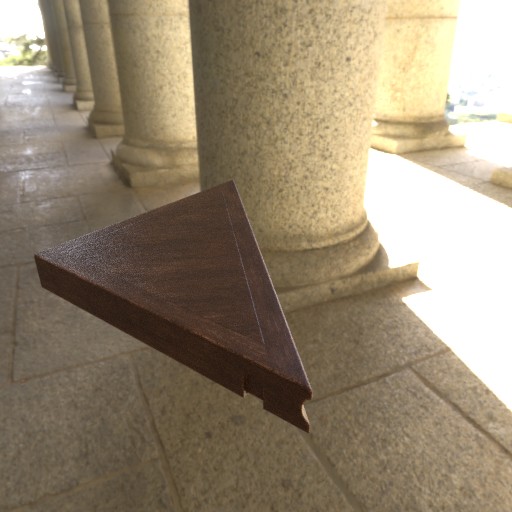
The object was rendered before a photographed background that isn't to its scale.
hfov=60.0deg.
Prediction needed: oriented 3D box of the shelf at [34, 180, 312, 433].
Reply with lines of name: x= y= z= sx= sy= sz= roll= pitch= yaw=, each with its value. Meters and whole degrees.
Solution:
shelf: x=0.000 y=0.000 z=0.445 sx=0.296 sy=0.035 sz=0.296 roll=18 pitch=32 yaw=32
